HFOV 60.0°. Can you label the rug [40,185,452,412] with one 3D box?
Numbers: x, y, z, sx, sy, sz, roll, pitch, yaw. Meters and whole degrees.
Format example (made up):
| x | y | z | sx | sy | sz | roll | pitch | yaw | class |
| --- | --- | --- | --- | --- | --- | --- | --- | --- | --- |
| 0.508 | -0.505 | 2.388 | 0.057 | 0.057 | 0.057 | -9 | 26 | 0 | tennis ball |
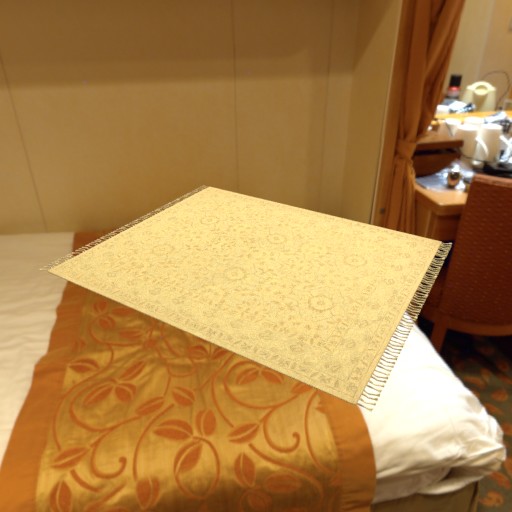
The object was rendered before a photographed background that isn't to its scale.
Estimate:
| x | y | z | sx | sy | sz | roll | pitch | yaw | class |
| --- | --- | --- | --- | --- | --- | --- | --- | --- | --- |
| 0.000 | 0.000 | 4.139 | 3.043 | 0.013 | 2.444 | 17 | 34 | 27 | rug |
